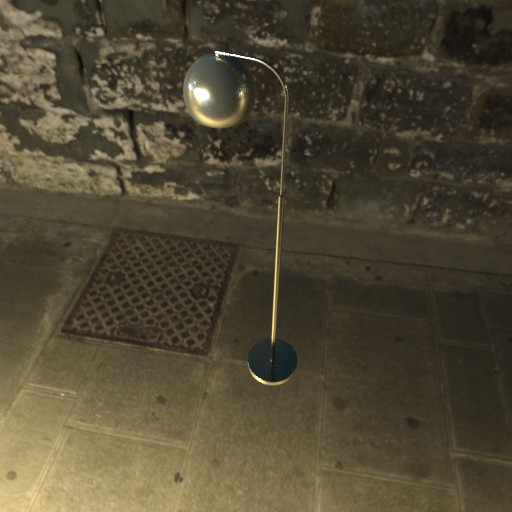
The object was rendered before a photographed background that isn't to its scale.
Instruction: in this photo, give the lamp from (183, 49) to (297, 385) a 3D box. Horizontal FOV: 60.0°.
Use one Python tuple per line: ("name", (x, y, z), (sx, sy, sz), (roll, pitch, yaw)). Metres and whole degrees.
("lamp", (0.000, 0.000, 1.707), (0.431, 1.526, 0.250), (18, 50, 16))
